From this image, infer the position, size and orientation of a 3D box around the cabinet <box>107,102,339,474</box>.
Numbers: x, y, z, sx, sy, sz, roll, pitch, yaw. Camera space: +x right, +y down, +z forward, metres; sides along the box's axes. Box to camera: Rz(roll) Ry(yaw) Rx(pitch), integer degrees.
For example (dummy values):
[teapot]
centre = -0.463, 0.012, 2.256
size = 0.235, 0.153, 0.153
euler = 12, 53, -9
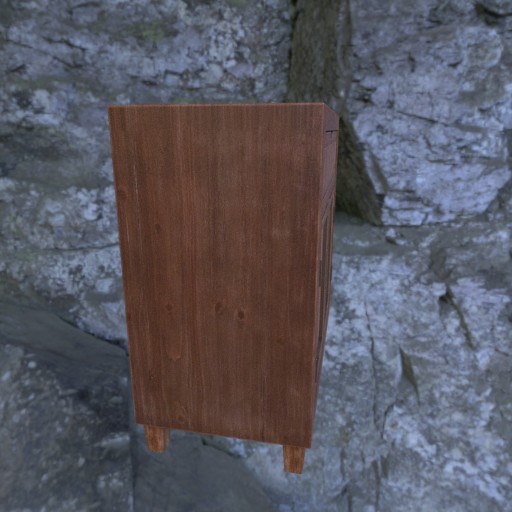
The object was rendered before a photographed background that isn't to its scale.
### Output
[cabinet]
centre = 0.000, 0.000, 1.269
size = 0.412, 0.785, 0.796
euler = 3, 16, 12
